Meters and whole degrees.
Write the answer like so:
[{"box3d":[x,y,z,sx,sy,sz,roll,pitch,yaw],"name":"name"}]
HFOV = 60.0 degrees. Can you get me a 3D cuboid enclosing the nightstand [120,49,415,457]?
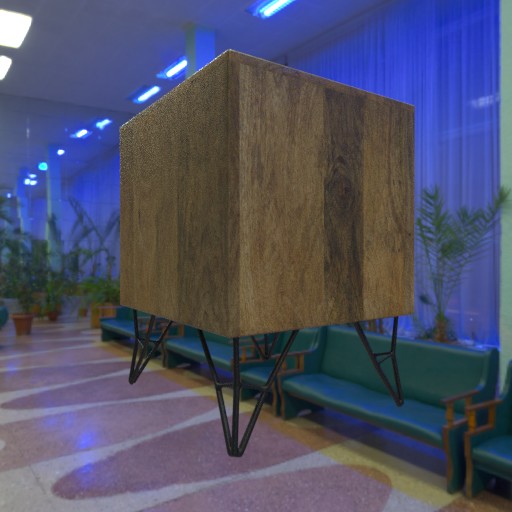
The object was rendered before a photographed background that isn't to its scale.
[{"box3d":[0.000,0.000,0.895,0.406,0.559,0.457,0,1,-35],"name":"nightstand"}]
